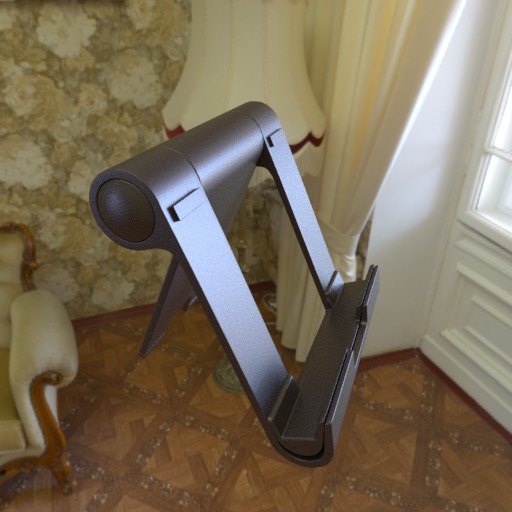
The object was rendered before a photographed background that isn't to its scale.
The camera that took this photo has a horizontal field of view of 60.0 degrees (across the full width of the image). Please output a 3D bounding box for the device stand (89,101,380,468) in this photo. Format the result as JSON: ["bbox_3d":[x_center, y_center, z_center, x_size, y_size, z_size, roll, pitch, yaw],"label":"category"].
[{"bbox_3d":[0.000,0.000,0.151,0.079,0.084,0.088,11,32,19],"label":"device stand"}]
